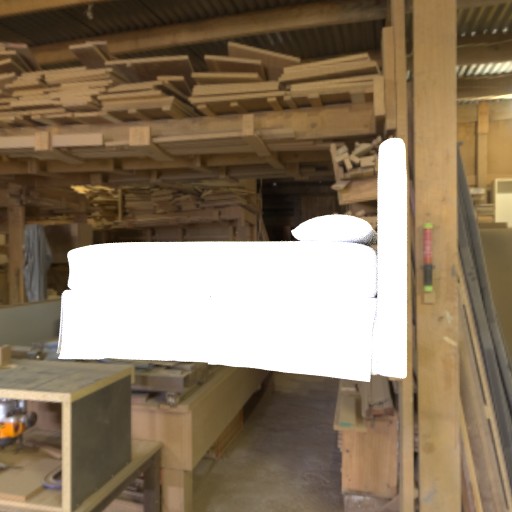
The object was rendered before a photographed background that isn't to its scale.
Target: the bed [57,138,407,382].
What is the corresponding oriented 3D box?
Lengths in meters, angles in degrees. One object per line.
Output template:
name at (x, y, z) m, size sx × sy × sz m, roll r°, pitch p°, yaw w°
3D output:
bed at (0.000, 0.000, 3.533) m, size 2.204 × 1.301 × 2.160 m, roll 0°, pitch 0°, yaw 17°
